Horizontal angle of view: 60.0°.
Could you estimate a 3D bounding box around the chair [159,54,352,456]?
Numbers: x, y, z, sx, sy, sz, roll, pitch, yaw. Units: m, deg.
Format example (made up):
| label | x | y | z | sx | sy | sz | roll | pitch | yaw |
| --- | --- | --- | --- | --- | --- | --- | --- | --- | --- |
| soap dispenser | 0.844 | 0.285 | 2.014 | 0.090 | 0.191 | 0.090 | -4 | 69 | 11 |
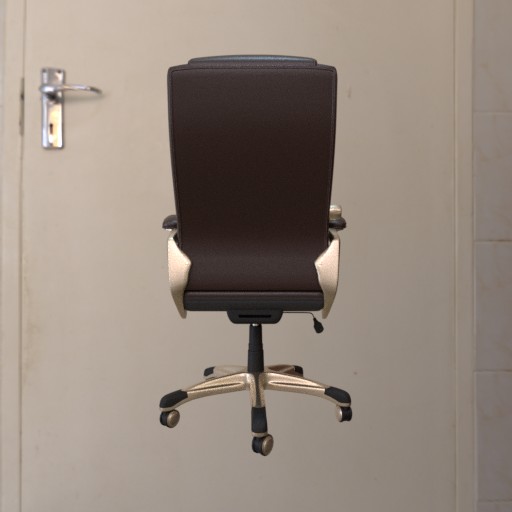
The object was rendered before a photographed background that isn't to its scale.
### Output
| label | x | y | z | sx | sy | sz | roll | pitch | yaw |
| --- | --- | --- | --- | --- | --- | --- | --- | --- | --- |
| chair | 0.000 | 0.000 | 1.646 | 0.692 | 1.194 | 0.749 | 0 | 0 | 0 |
